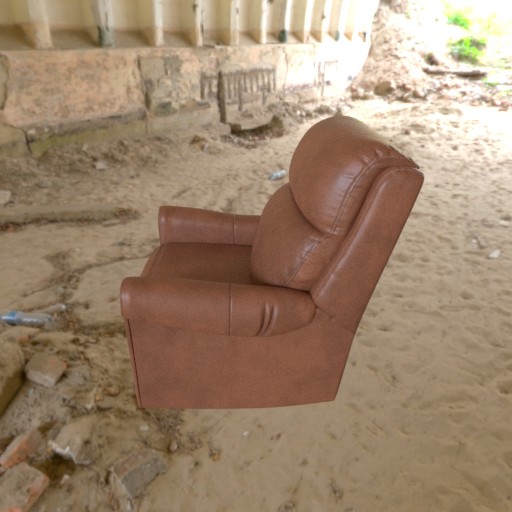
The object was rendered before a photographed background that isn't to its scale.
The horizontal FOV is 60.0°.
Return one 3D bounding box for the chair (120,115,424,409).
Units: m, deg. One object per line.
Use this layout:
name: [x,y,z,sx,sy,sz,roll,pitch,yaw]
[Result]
chair: [0.000,0.000,1.838,1.014,1.054,0.838,0,26,-1]
